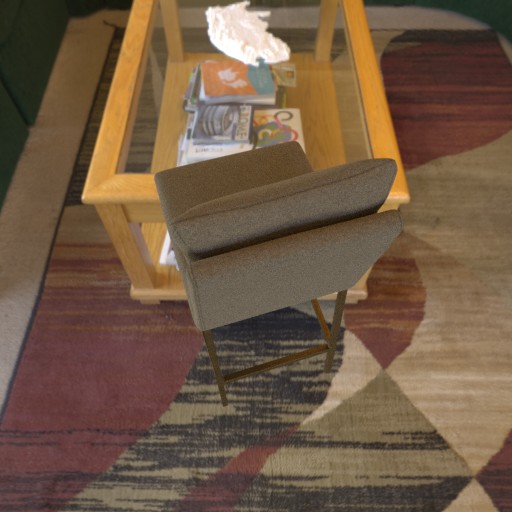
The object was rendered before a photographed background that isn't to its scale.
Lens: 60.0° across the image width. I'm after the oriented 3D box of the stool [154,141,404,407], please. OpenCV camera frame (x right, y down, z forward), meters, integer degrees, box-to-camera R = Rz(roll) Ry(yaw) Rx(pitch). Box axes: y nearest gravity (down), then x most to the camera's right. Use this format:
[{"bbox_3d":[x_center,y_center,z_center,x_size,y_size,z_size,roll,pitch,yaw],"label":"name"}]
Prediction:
[{"bbox_3d":[0.000,0.000,1.326,0.463,1.030,0.569,-15,59,-9],"label":"stool"}]
